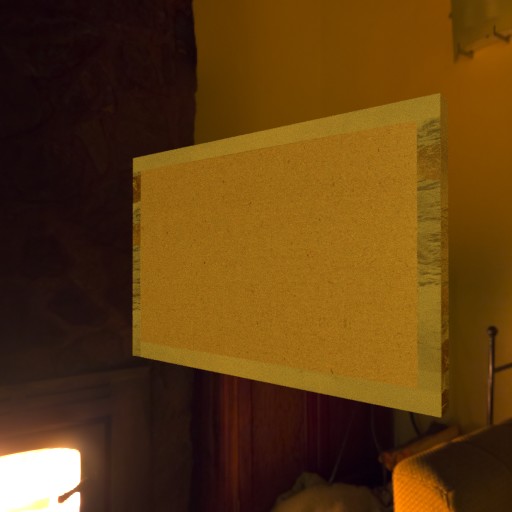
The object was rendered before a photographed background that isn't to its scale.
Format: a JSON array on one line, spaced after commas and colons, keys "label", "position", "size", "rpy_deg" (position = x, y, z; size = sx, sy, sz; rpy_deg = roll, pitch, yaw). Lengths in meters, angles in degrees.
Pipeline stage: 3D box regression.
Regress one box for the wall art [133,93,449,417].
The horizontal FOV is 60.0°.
[{"label": "wall art", "position": [0.000, 0.000, 0.751], "size": [0.606, 0.407, 0.041], "rpy_deg": [0, -1, 37]}]
